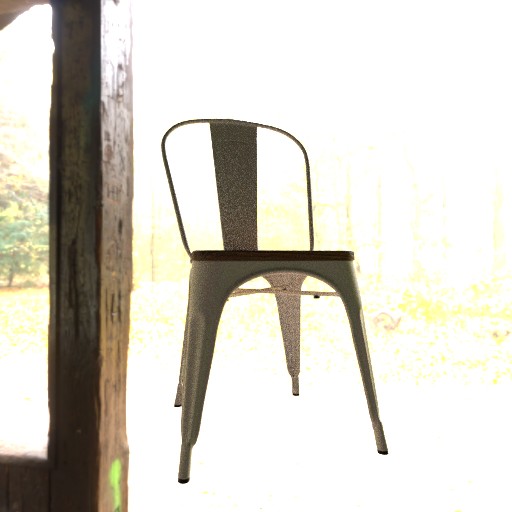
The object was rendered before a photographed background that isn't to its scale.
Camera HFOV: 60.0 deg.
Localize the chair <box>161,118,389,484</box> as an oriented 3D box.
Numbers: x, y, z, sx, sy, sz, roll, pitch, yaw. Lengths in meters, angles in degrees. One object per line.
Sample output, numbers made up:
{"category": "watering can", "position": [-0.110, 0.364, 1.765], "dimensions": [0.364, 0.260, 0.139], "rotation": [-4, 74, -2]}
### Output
{"category": "chair", "position": [0.000, 0.000, 1.136], "dimensions": [0.452, 0.851, 0.521], "rotation": [0, 0, -16]}
